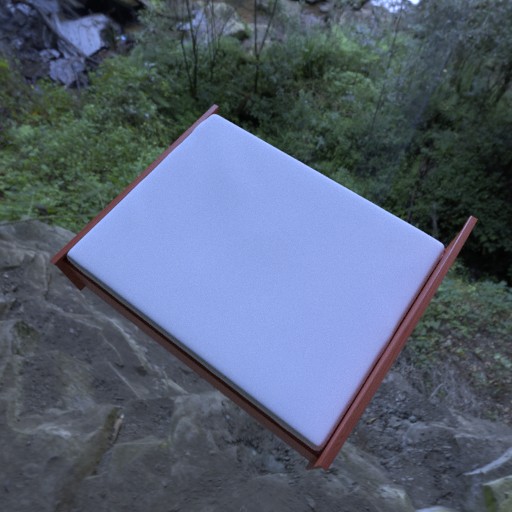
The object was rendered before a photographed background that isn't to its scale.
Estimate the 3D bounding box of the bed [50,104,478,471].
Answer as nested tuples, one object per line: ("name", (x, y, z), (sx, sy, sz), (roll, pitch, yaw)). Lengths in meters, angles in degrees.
("bed", (0.000, 0.000, 2.937), (2.053, 0.848, 1.683), (33, 68, 15))
